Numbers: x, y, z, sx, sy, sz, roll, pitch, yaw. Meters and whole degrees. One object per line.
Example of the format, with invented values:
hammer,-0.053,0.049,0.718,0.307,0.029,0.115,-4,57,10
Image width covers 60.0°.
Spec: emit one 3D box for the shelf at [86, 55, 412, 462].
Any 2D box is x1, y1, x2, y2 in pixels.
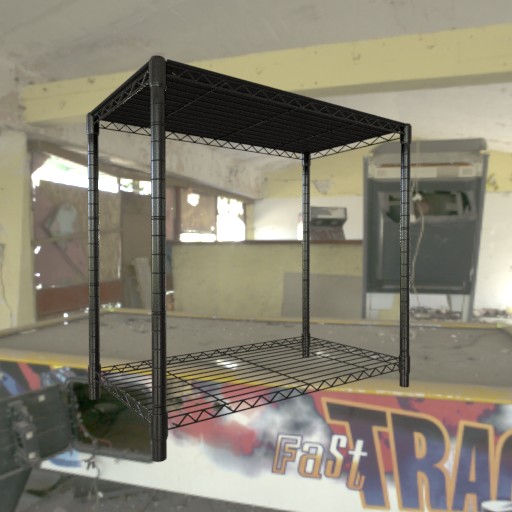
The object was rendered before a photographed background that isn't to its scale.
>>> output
shelf,0.000,0.000,0.915,0.589,0.564,0.338,-1,1,-36
